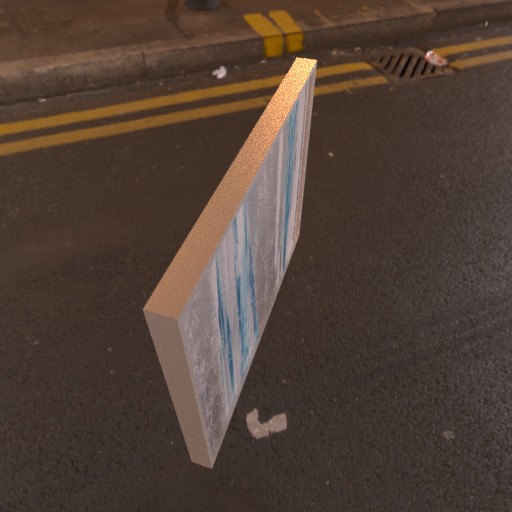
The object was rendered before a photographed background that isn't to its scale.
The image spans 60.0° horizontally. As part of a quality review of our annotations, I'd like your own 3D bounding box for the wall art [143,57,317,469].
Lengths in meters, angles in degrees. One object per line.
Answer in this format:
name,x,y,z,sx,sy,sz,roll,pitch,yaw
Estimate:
wall art,0.000,0.000,1.398,0.066,0.801,1.056,14,49,12
